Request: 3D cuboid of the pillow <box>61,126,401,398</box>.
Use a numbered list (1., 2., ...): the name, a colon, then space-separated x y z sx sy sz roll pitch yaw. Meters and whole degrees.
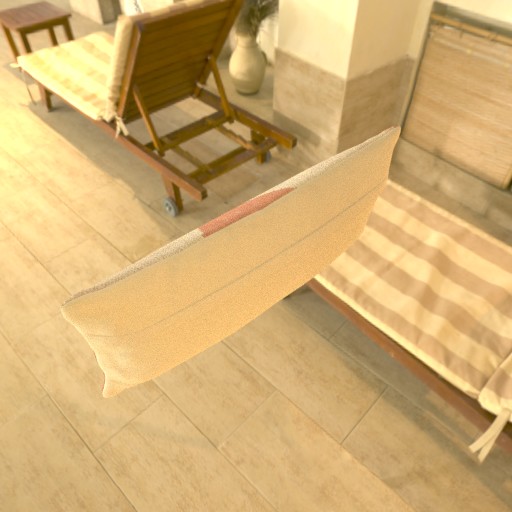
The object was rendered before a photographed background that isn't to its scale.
1. pillow: 0.000 0.000 0.738 0.609 0.292 0.155 -32 54 -26
